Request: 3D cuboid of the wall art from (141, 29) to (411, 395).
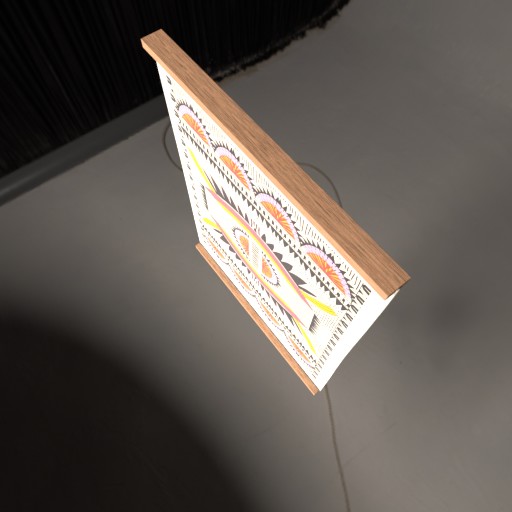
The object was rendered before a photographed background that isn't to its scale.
[{"bbox_3d":[0.000,0.000,0.682,0.028,0.527,0.403,-35,69,-16],"label":"wall art"}]
